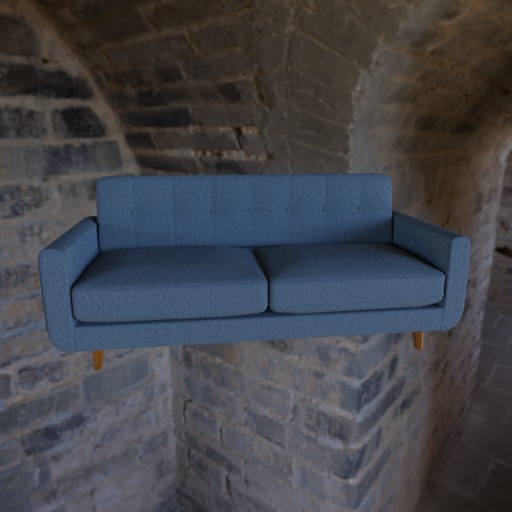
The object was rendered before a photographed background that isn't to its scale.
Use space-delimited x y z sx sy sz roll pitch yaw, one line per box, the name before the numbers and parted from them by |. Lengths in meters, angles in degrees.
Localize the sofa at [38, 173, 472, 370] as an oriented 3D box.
sofa | 0.000 0.000 2.539 2.055 0.884 0.942 -2 15 -7
